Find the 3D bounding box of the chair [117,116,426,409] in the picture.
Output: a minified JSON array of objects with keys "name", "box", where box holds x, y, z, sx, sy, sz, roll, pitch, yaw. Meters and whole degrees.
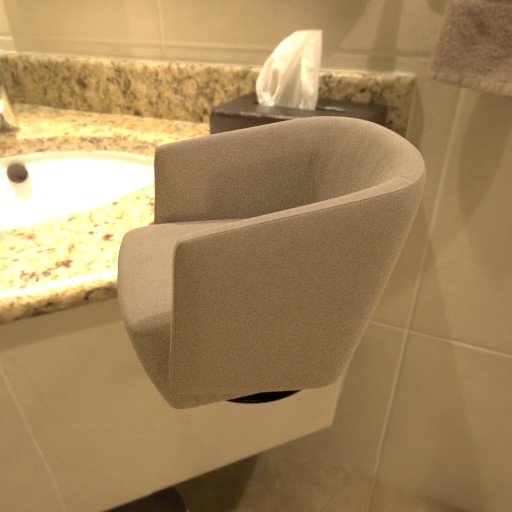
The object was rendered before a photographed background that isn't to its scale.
[{"name":"chair","box":[0.000,0.000,1.633,0.986,0.861,0.822,-8,33,-12]}]
